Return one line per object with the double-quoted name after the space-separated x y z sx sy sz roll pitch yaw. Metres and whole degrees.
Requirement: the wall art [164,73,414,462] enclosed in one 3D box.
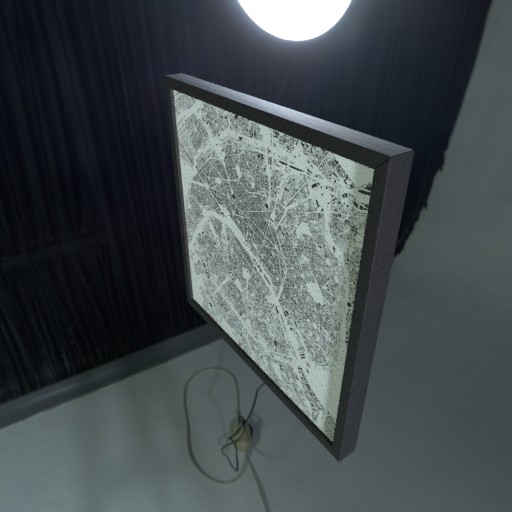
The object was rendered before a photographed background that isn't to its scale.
0.000 0.000 0.755 0.037 0.508 0.508 -21 38 -29 "wall art"
